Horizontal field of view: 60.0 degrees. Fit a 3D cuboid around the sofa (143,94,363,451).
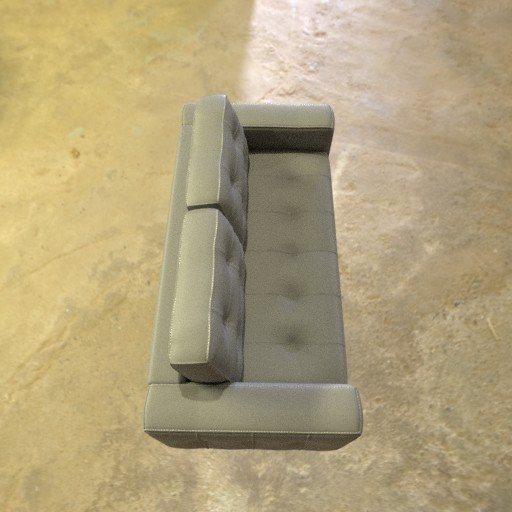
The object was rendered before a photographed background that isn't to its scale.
[{"bbox_3d":[0.000,0.000,2.184,0.833,0.893,1.726,1,61,0],"label":"sofa"}]
